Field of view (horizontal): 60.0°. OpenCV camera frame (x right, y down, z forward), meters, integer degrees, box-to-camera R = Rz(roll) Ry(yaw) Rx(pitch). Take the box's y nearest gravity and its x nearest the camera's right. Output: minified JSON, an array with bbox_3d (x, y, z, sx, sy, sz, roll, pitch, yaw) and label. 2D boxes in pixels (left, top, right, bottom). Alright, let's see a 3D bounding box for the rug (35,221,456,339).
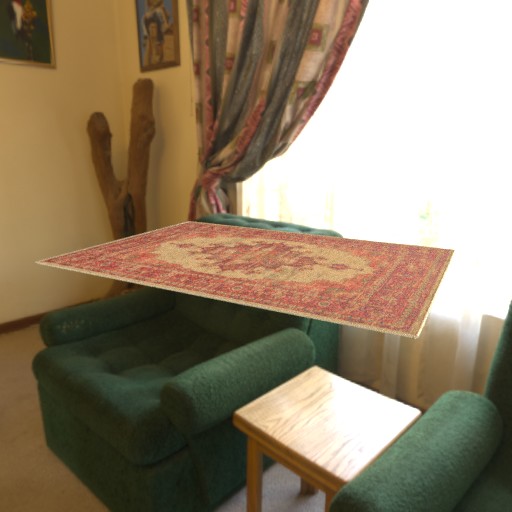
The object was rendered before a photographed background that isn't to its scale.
[{"bbox_3d":[0.000,0.000,2.844,2.232,0.011,1.555,8,17,27],"label":"rug"}]
